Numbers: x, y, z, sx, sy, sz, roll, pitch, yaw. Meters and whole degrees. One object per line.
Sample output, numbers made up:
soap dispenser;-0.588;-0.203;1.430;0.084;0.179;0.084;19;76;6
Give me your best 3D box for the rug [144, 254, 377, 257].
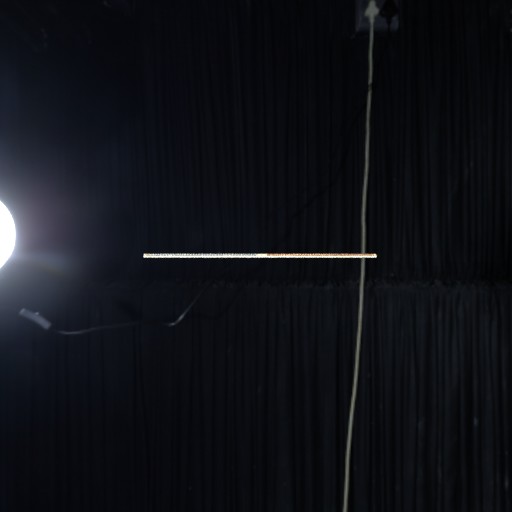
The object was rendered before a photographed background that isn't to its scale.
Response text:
rug;0.000;0.000;2.445;0.687;0.011;2.287;0;0;-1
